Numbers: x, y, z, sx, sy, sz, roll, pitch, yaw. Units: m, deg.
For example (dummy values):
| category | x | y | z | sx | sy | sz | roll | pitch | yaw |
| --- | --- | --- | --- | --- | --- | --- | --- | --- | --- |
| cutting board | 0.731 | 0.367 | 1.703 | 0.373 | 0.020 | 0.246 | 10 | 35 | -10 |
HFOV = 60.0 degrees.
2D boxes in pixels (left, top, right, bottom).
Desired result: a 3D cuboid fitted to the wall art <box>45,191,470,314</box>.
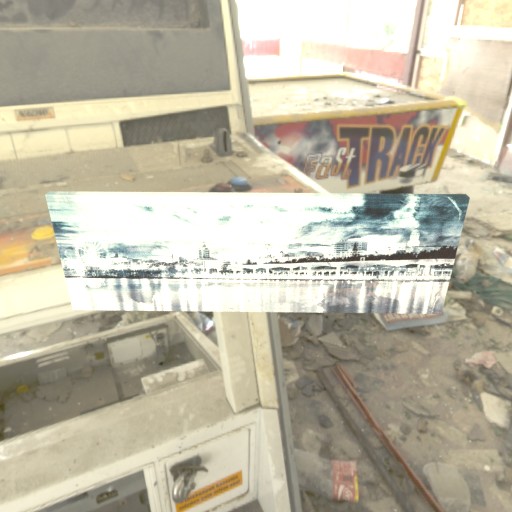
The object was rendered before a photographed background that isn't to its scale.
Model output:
| category | x | y | z | sx | sy | sz | roll | pitch | yaw |
| --- | --- | --- | --- | --- | --- | --- | --- | --- | --- |
| wall art | 0.000 | 0.000 | 1.726 | 1.524 | 0.509 | 0.037 | 1 | 29 | 1 |
